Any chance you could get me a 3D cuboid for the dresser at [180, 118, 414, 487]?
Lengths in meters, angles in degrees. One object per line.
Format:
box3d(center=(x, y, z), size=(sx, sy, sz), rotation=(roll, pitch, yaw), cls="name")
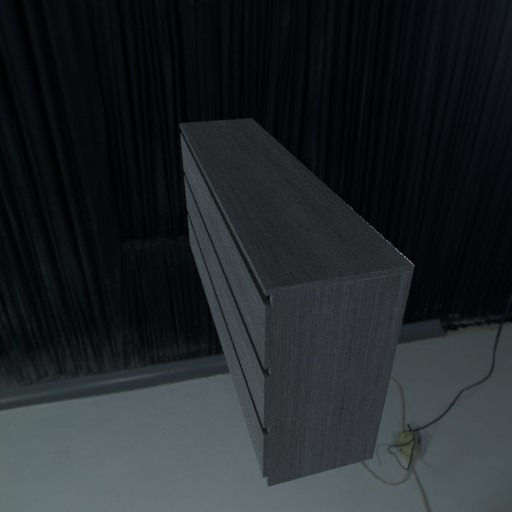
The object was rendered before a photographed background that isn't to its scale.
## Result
box3d(center=(0.000, 0.000, 1.952), size=(0.400, 0.795, 1.590), rotation=(-8, 32, -13), cls="dresser")
